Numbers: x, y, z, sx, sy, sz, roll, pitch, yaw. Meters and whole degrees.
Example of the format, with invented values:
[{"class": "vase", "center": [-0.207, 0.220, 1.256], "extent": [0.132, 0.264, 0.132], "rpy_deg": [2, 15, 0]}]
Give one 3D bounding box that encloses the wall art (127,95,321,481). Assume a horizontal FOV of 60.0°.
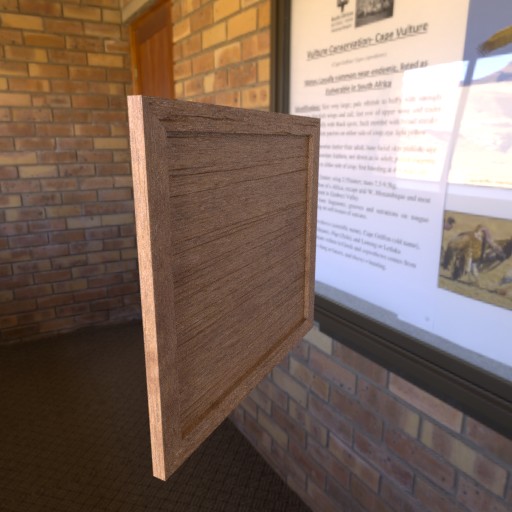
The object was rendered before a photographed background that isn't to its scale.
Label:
[{"class": "wall art", "center": [0.000, 0.000, 0.943], "extent": [0.026, 0.588, 0.690], "rpy_deg": [7, 16, 26]}]
